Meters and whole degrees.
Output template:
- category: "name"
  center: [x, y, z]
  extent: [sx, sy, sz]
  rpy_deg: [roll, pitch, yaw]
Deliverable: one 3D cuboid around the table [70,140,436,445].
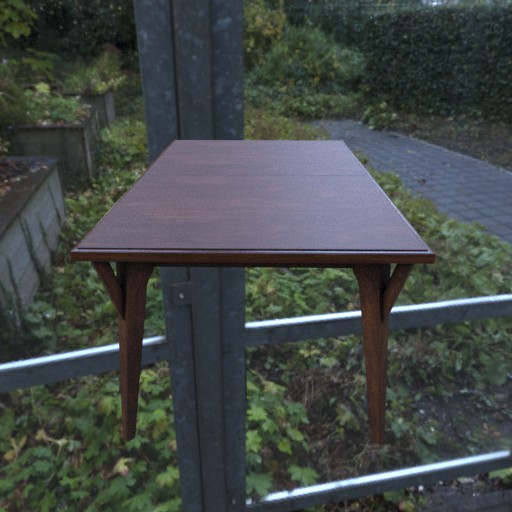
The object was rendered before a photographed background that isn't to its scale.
- category: "table"
  center: [0.000, 0.000, 2.044]
  extent: [0.990, 0.761, 1.524]
  rpy_deg: [0, 26, 1]
